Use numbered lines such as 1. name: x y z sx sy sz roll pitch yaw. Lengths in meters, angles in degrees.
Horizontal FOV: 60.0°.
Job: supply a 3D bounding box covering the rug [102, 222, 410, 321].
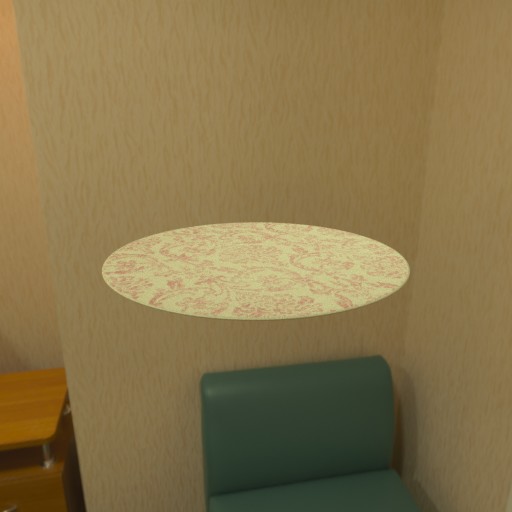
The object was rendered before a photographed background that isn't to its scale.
1. rug: 0.000 0.000 2.413 1.593 0.012 1.593 0 17 0
